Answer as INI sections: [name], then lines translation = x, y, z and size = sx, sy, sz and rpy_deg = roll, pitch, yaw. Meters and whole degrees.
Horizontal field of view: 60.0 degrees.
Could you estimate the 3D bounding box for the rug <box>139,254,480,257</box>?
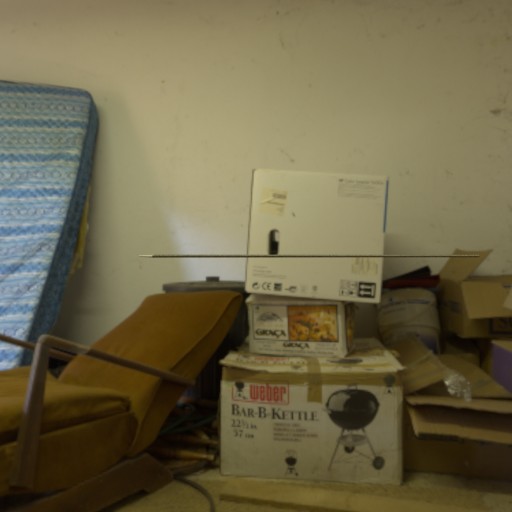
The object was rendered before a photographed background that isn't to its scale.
[rug]
translation = 0.000, 0.000, 3.078
size = 1.524, 0.012, 2.438
rpy_deg = 0, 0, -16
